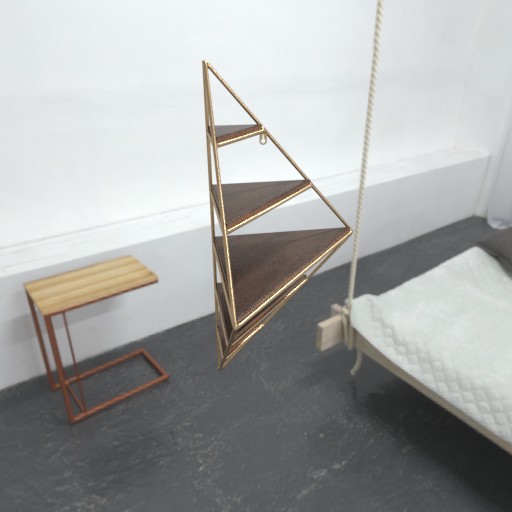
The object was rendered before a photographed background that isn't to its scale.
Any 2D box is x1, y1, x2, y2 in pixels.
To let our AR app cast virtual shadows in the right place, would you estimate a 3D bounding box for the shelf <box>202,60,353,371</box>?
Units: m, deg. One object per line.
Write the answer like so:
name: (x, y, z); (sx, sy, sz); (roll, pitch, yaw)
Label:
shelf: (0.000, 0.000, 1.141); (0.294, 0.913, 0.564); (18, 32, 30)
